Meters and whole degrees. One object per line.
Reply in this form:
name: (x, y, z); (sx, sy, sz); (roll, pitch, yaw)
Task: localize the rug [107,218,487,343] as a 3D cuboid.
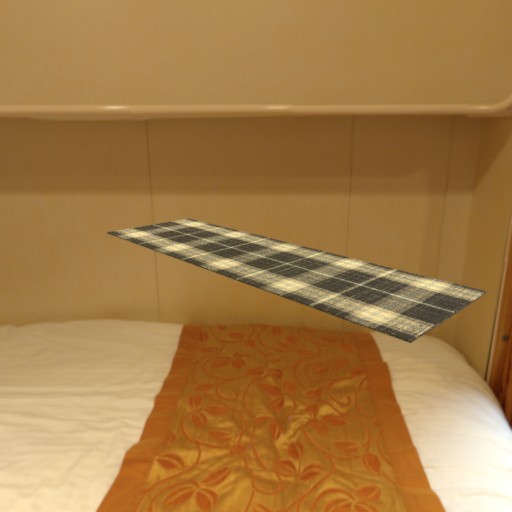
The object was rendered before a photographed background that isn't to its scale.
rug: (0.000, 0.000, 2.722); (0.760, 0.012, 2.434); (-15, 22, -42)
